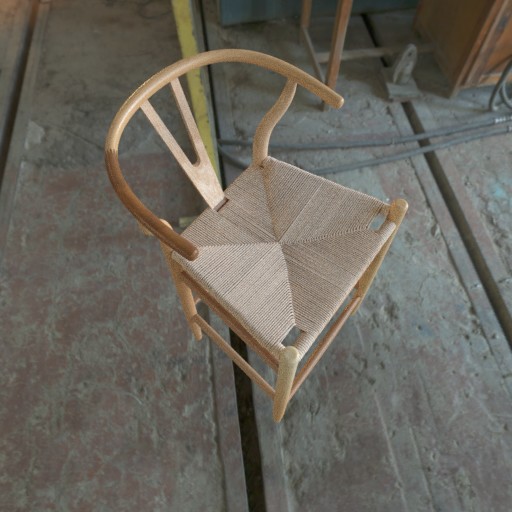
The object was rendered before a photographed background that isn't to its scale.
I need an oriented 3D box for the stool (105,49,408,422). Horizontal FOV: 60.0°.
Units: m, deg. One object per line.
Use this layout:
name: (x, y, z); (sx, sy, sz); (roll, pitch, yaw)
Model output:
stool: (0.000, 0.000, 1.254); (0.575, 0.923, 0.536); (33, 64, 18)
